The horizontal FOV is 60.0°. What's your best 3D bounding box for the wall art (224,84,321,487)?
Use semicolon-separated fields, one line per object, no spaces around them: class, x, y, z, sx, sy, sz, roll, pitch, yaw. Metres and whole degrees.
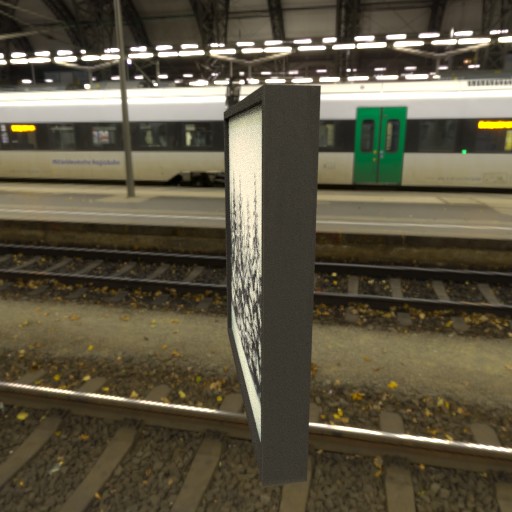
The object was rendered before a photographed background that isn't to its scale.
wall art;0.000;0.000;0.467;0.037;0.305;0.305;-2;15;-9
